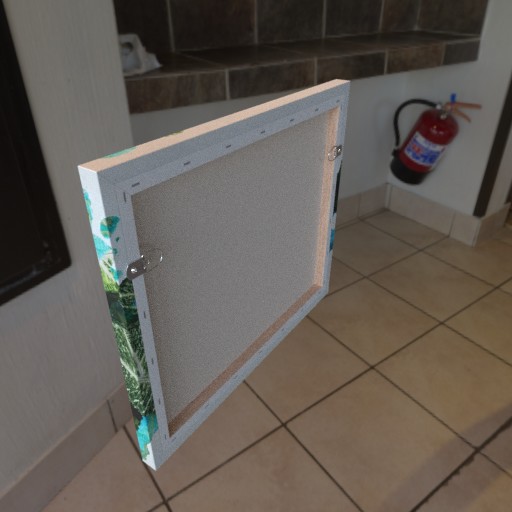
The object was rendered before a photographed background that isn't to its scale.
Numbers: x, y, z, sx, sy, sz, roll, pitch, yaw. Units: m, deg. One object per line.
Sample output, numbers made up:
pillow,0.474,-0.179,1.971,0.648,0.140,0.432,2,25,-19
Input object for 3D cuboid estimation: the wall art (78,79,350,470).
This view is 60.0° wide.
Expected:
wall art,0.000,0.000,0.951,0.043,0.610,0.711,21,37,30
